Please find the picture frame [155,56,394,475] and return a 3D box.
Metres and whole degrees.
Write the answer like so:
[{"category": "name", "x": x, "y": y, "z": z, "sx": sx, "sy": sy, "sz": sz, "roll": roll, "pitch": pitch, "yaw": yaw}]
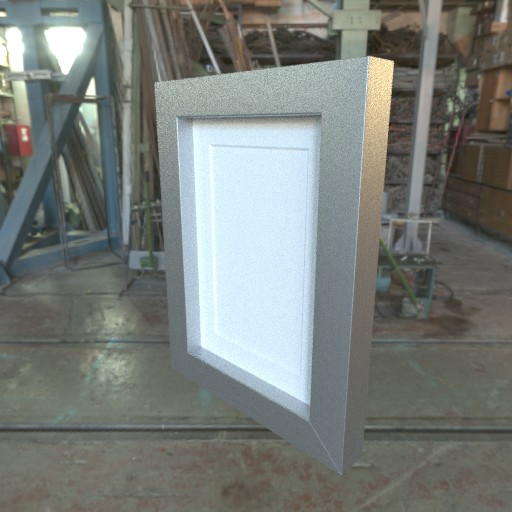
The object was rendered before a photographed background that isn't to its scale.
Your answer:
[{"category": "picture frame", "x": 0.000, "y": 0.000, "z": 0.272, "sx": 0.157, "sy": 0.208, "sz": 0.028, "roll": 16, "pitch": 22, "yaw": 43}]
